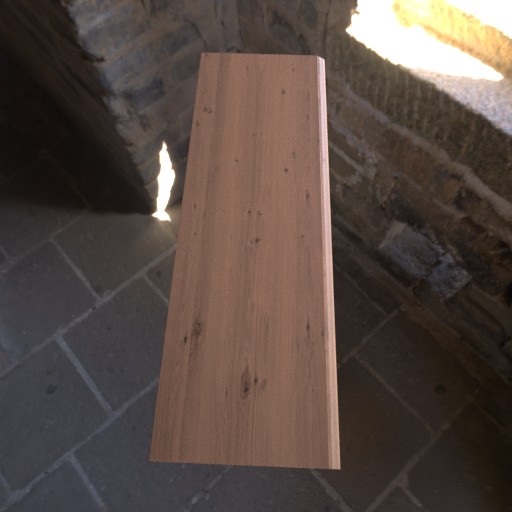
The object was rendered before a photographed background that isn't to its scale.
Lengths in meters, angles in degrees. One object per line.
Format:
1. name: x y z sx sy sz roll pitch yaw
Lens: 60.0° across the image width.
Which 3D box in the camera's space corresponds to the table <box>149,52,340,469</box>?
1. table: 0.000 0.000 1.404 0.400 0.510 1.200 2 65 1
